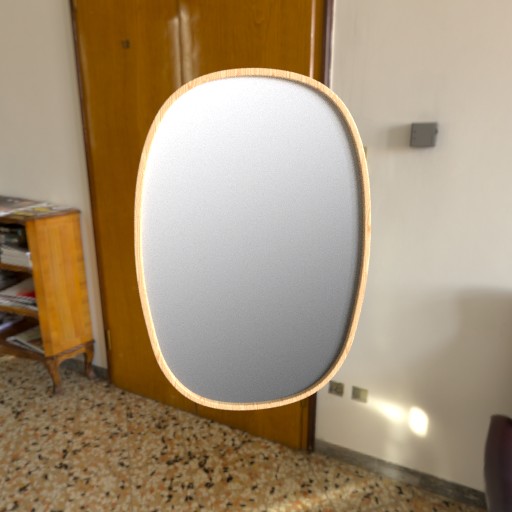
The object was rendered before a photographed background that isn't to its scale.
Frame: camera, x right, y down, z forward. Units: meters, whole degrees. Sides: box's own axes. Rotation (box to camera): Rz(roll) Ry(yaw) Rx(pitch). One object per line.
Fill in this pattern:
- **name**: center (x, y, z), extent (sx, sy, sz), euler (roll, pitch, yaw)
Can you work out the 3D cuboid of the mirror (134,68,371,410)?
- **mirror**: center (0.000, 0.000, 1.372), extent (0.724, 1.075, 0.037), euler (-2, 16, -8)
